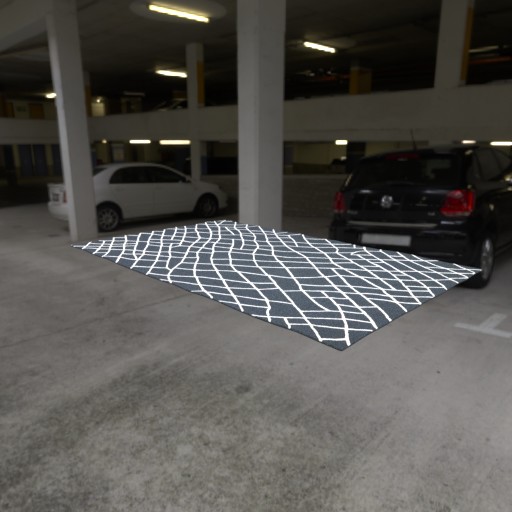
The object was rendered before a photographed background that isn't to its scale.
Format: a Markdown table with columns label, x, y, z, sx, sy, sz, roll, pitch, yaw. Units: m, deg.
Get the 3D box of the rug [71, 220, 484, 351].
| label | x | y | z | sx | sy | sz | roll | pitch | yaw |
| --- | --- | --- | --- | --- | --- | --- | --- | --- | --- |
| rug | 0.000 | 0.000 | 3.043 | 2.448 | 0.017 | 1.529 | 14 | 20 | 43 |
